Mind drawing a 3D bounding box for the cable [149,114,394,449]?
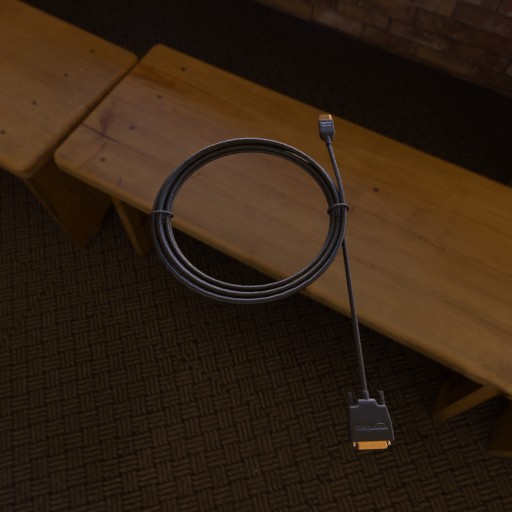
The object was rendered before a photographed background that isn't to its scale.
[{"bbox_3d":[0.000,0.000,0.519,0.257,0.030,0.422,-2,64,-1],"label":"cable"}]
